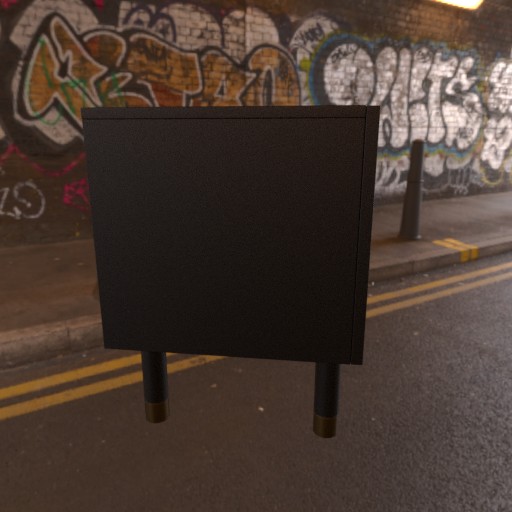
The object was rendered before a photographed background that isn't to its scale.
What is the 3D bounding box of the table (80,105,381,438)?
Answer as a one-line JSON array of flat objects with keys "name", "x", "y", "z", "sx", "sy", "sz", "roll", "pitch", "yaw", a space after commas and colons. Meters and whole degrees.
[{"name": "table", "x": 0.000, "y": 0.000, "z": 0.964, "sx": 0.441, "sy": 0.584, "sz": 0.564, "roll": 2, "pitch": 15, "yaw": 7}]
